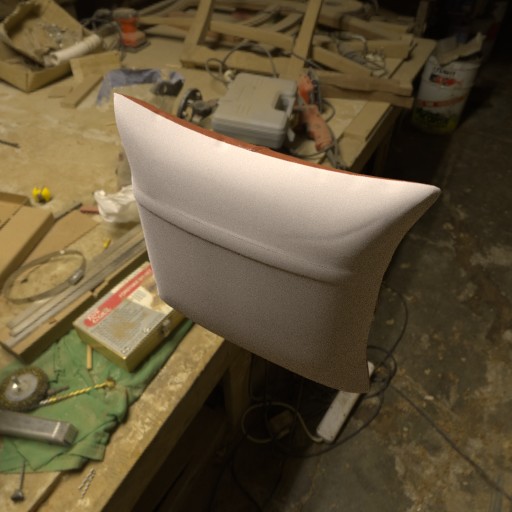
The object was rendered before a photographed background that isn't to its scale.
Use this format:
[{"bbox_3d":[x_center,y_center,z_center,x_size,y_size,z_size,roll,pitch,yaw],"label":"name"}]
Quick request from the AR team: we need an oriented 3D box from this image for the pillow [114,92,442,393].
[{"bbox_3d":[0.000,0.000,0.766,0.501,0.477,0.192,22,49,21],"label":"pillow"}]
